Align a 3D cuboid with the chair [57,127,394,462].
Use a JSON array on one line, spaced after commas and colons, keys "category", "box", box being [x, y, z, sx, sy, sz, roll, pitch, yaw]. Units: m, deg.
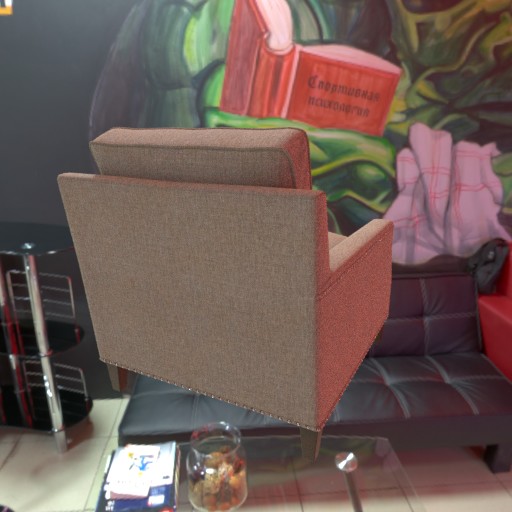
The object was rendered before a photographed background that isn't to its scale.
[{"category": "chair", "box": [0.000, 0.000, 1.675, 0.853, 0.943, 1.014, 9, 19, 27]}]
